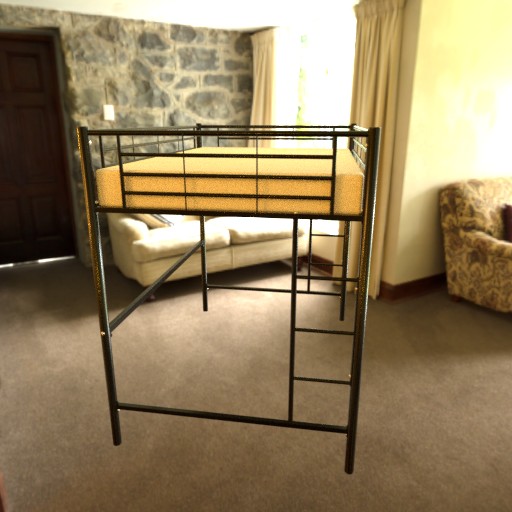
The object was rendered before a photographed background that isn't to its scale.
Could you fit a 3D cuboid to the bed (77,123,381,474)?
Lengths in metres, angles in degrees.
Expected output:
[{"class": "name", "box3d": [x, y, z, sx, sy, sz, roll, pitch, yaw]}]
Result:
[{"class": "bed", "box3d": [0.000, 0.000, 3.170, 1.397, 1.803, 1.994, 3, 17, 9]}]
